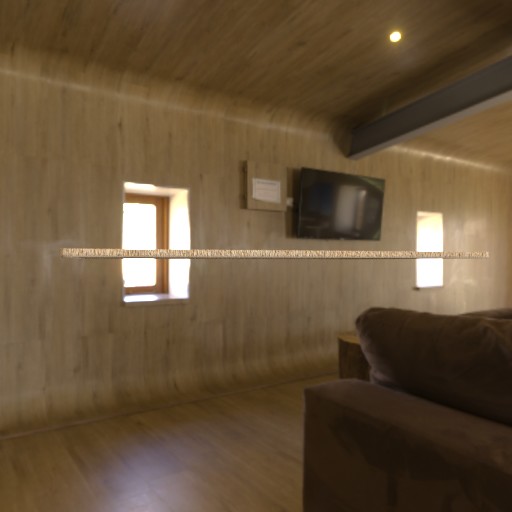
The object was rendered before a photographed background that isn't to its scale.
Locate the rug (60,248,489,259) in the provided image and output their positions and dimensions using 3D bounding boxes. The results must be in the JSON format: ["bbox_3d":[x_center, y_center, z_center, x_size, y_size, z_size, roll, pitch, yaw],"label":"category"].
[{"bbox_3d":[0.000,0.000,2.099,1.600,0.025,1.199,0,-1,-19],"label":"rug"}]
